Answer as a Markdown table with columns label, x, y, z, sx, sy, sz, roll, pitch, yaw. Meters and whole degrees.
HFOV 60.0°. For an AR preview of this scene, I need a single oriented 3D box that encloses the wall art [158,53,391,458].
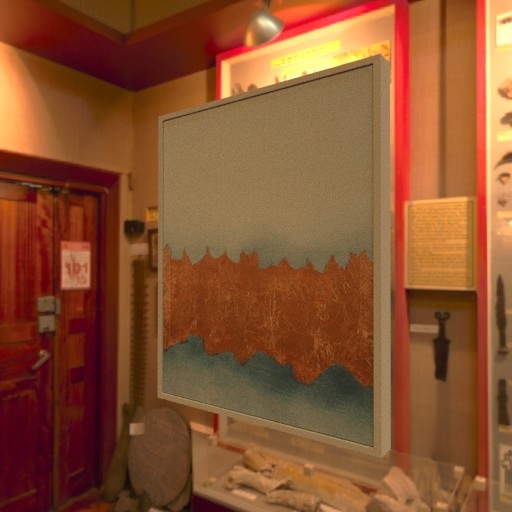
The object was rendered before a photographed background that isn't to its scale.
| label | x | y | z | sx | sy | sz | roll | pitch | yaw |
| --- | --- | --- | --- | --- | --- | --- | --- | --- | --- |
| wall art | 0.000 | 0.000 | 0.754 | 0.451 | 0.553 | 0.039 | 0 | -1 | 36 |
